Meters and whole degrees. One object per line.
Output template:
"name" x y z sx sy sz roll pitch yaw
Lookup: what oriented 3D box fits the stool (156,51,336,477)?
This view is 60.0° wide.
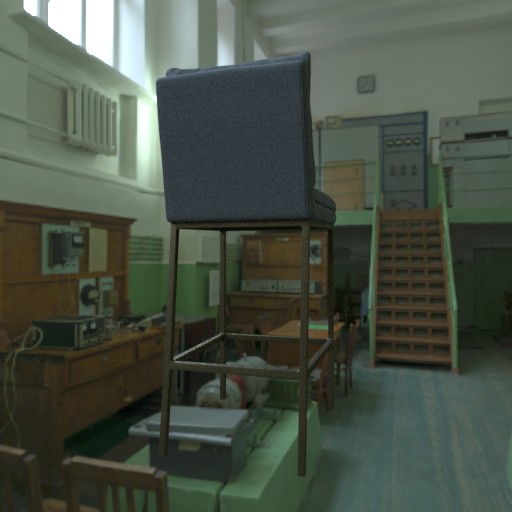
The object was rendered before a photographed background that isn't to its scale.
"stool" 0.000 0.000 1.449 0.463 1.130 0.569 0 0 16
